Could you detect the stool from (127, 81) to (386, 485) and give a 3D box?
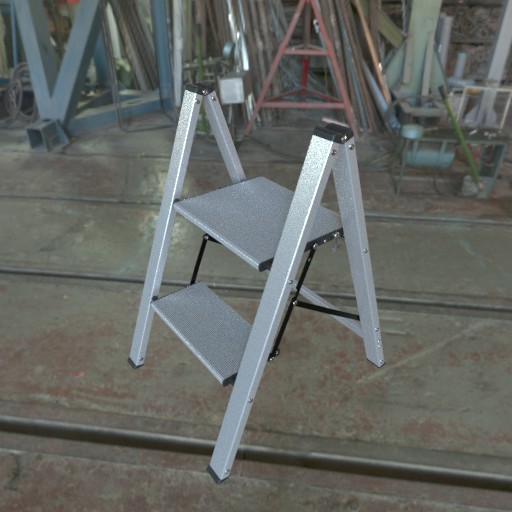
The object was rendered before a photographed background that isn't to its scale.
[{"bbox_3d":[0.000,0.000,0.995,0.535,0.670,0.440,-23,39,-31],"label":"stool"}]
